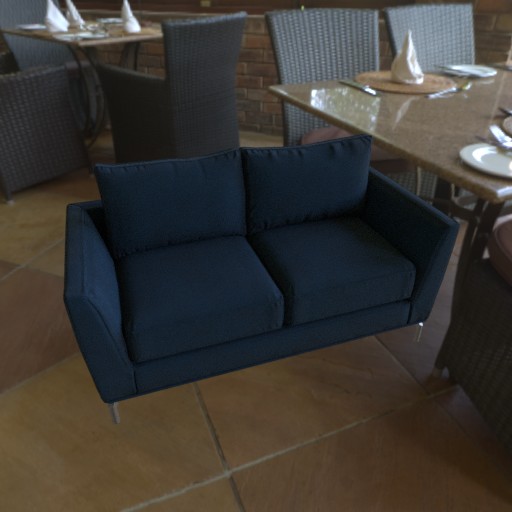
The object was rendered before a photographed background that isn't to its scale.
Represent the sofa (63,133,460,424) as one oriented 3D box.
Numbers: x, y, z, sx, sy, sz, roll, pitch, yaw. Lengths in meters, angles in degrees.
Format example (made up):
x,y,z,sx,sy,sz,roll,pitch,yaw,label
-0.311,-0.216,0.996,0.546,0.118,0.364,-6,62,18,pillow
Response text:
x,y,z,sx,sy,sz,roll,pitch,yaw,label
0.000,0.000,2.307,1.770,1.002,0.853,-11,34,-16,sofa
